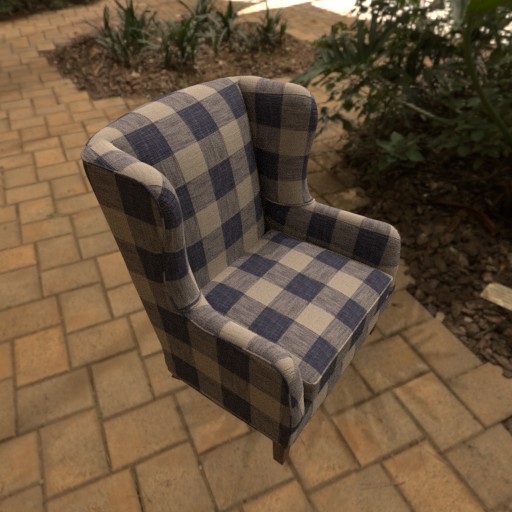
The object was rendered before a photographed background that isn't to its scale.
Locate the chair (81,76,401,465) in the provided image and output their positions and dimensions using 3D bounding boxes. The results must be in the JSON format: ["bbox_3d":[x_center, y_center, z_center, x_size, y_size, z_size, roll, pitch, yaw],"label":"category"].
[{"bbox_3d":[0.000,0.000,1.671,0.889,1.041,0.830,25,47,27],"label":"chair"}]
